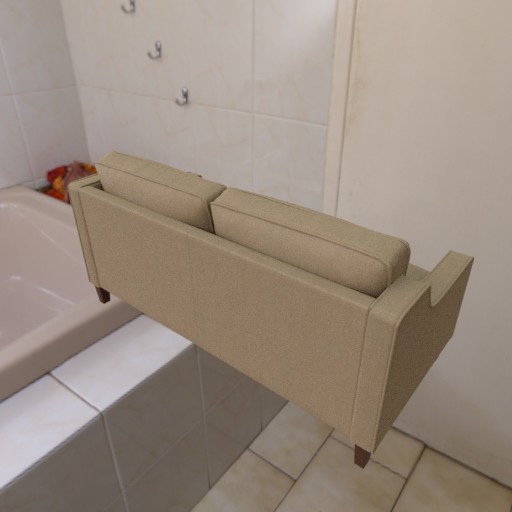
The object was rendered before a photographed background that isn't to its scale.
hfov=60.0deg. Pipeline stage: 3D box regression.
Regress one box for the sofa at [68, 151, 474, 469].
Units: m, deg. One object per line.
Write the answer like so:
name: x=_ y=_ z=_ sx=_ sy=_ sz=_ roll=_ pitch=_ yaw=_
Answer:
sofa: x=0.000 y=0.000 z=2.686 sx=2.178 sy=1.071 sz=1.066 roll=22 pitch=36 yaw=34
